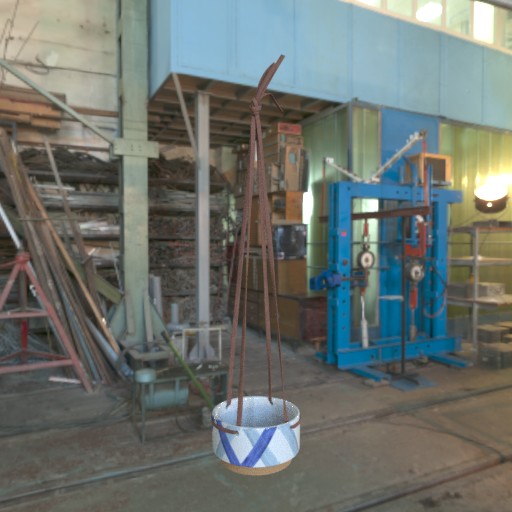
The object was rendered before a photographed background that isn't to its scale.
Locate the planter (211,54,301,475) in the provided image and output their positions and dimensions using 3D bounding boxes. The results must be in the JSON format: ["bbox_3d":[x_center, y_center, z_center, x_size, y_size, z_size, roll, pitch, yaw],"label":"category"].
[{"bbox_3d":[0.000,0.000,0.816,0.166,0.751,0.166,1,2,18],"label":"planter"}]
